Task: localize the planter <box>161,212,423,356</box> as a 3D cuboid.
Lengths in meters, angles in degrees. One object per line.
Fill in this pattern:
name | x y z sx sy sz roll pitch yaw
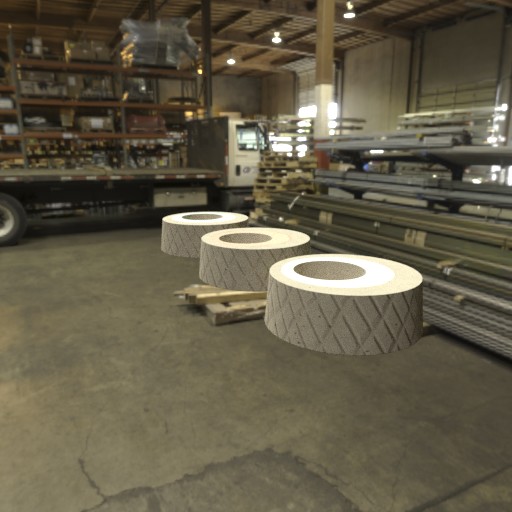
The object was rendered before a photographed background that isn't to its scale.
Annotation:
planter | 0.000 0.000 0.442 0.114 0.038 0.390 -7 16 -26
